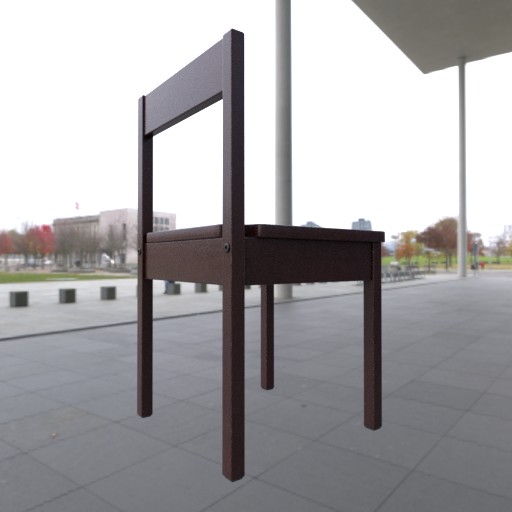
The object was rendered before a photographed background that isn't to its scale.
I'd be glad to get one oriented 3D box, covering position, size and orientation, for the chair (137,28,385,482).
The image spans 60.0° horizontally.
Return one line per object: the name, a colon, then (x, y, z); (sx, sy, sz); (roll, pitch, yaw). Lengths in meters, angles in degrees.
chair: (0.000, 0.000, 0.897); (0.361, 0.668, 0.367); (0, -1, -37)
